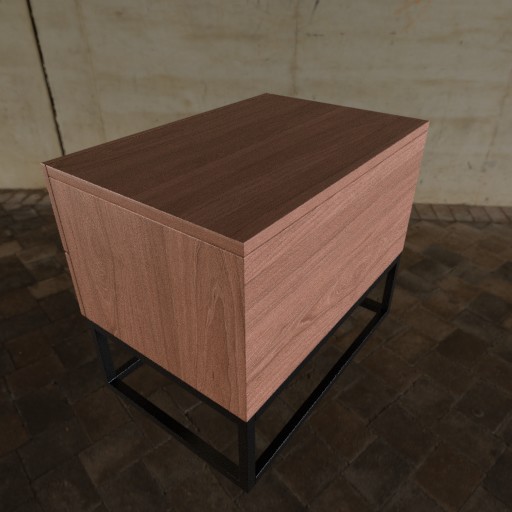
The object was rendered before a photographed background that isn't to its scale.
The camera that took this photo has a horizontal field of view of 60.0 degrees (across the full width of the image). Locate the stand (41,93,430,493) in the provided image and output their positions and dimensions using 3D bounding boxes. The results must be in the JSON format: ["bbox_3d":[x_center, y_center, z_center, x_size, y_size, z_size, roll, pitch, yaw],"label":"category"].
[{"bbox_3d":[0.000,0.000,0.928,0.420,0.500,0.600,22,39,31],"label":"stand"}]
